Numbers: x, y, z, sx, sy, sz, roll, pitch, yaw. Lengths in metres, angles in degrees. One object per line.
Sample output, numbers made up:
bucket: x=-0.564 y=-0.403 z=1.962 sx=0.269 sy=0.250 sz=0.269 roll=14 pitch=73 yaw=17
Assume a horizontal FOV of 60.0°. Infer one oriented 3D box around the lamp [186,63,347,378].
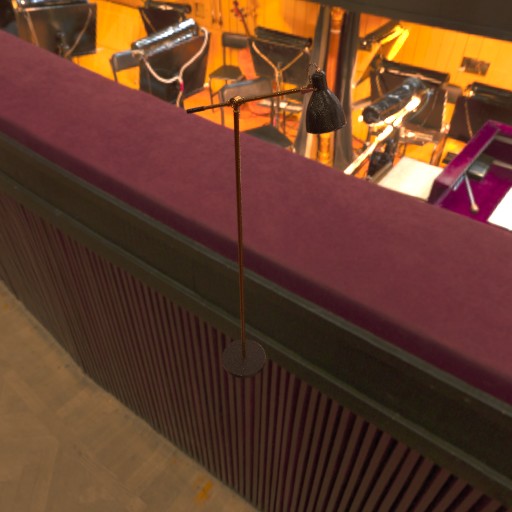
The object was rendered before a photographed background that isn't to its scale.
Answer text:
lamp: x=0.000 y=0.000 z=1.833 sx=0.618 sy=1.628 sz=0.235 roll=27 pitch=49 yaw=26
